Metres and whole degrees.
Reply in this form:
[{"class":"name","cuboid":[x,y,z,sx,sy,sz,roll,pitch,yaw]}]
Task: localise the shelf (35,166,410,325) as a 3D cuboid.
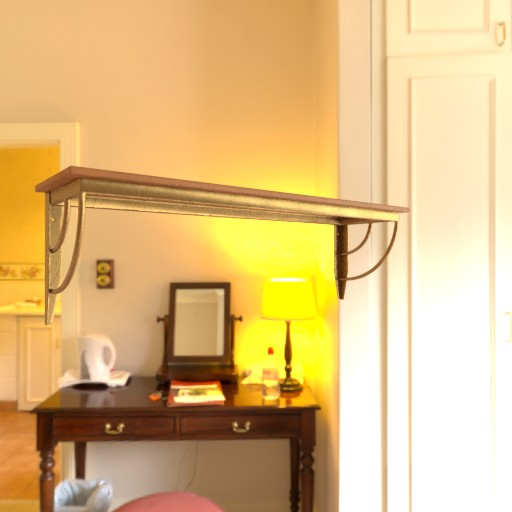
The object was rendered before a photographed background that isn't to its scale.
[{"class":"shelf","cuboid":[0.000,0.000,0.735,0.636,0.190,0.166,0,0,-38]}]
